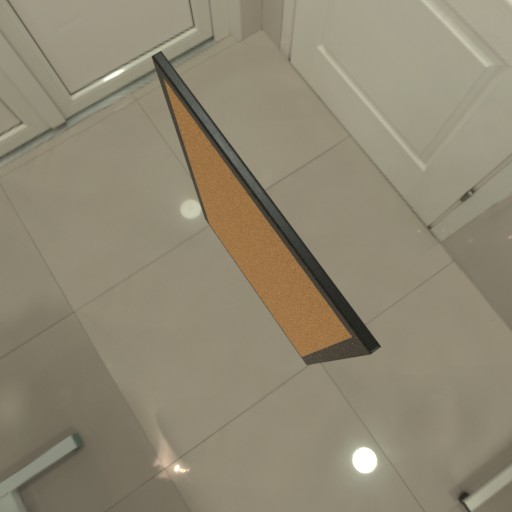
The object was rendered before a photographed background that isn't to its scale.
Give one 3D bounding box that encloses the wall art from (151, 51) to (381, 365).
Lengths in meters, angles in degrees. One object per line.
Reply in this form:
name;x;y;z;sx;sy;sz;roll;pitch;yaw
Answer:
wall art;0.000;0.000;0.870;0.016;0.657;0.480;-34;78;-8
